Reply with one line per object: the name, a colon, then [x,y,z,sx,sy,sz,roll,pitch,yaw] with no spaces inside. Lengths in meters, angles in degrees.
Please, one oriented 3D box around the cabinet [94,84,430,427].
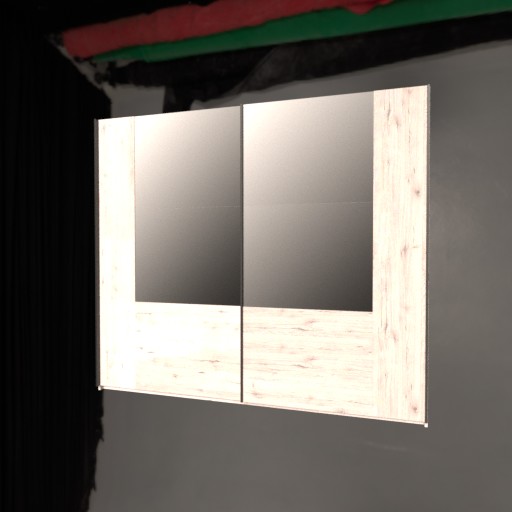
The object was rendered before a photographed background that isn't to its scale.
cabinet: [0.000,0.000,3.486,2.500,2.180,0.660,0,1,18]
